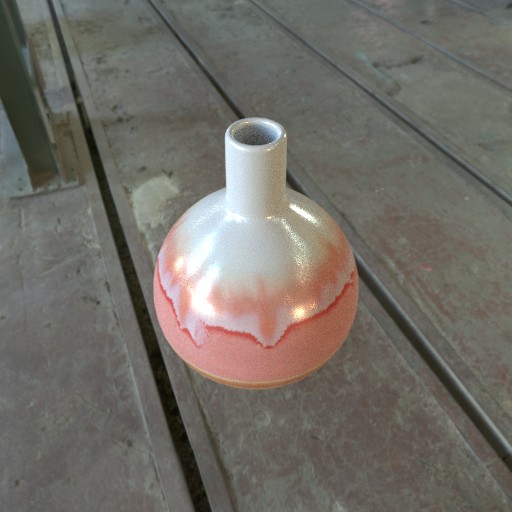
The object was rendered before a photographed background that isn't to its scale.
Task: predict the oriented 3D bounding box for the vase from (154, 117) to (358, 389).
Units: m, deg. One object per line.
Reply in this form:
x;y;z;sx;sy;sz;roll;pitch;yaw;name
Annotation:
0.000;0.000;0.280;0.137;0.176;0.137;0;46;0;vase
